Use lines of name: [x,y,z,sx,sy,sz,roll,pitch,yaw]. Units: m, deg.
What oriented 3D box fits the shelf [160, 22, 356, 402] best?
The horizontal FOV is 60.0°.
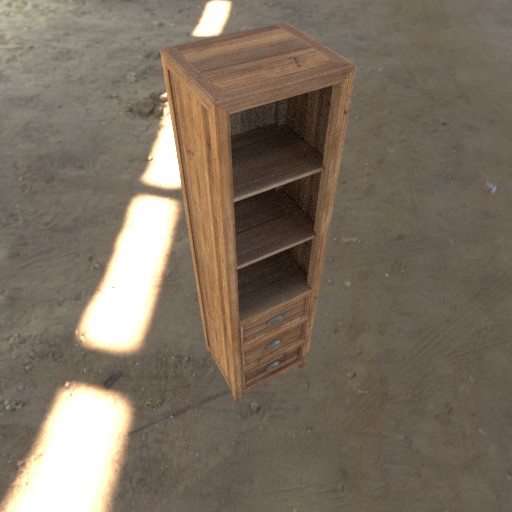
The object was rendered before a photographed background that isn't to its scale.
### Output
shelf: [0.000,0.000,2.137,0.500,1.900,0.428,-22,51,-19]
